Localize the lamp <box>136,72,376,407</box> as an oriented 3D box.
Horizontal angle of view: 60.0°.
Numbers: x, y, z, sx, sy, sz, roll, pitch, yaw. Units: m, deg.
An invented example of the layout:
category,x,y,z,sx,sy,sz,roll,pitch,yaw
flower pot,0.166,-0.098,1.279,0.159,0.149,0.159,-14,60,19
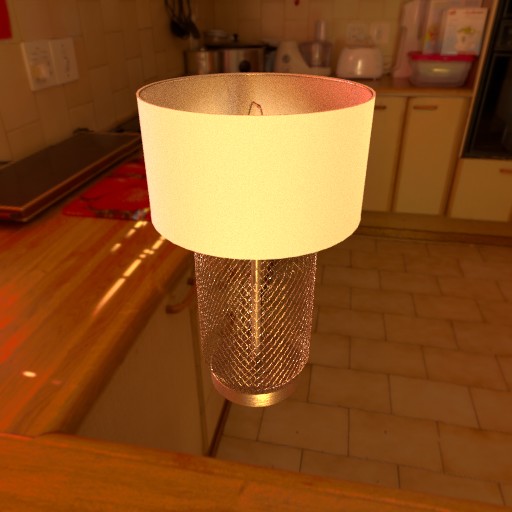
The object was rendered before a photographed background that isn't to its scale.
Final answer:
category,x,y,z,sx,sy,sz,roll,pitch,yaw
lamp,0.000,0.000,0.811,0.353,0.578,0.353,0,30,0
